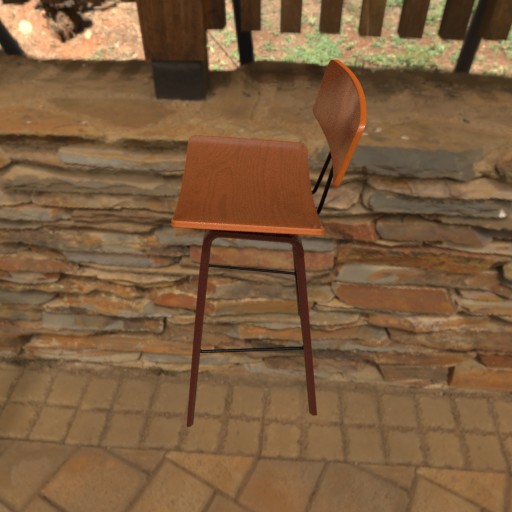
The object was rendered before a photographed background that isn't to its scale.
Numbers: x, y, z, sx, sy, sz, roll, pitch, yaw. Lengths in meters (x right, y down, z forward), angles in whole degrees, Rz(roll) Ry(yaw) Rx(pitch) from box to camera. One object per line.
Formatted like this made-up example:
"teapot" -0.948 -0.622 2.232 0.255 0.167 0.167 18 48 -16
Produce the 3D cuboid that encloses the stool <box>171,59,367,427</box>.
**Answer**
"stool" 0.000 0.000 1.254 0.440 0.969 0.509 -1 42 -1
